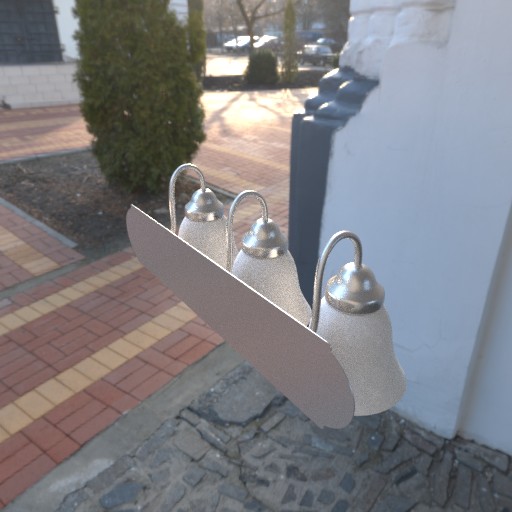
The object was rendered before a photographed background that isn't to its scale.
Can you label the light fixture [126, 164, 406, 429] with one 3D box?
[{"bbox_3d":[0.000,0.000,0.709,0.199,0.222,0.610,-18,31,-32],"label":"light fixture"}]
